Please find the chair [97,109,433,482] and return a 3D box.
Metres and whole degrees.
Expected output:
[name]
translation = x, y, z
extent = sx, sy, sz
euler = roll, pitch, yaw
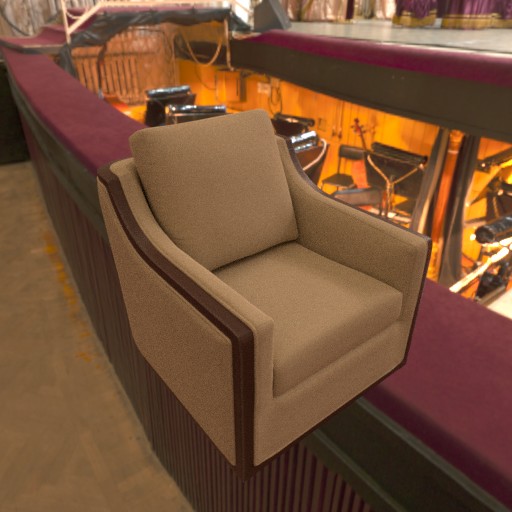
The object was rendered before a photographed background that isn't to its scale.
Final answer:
[chair]
translation = 0.000, 0.000, 1.678
extent = 0.870, 0.930, 0.950
euler = -22, 37, -32
